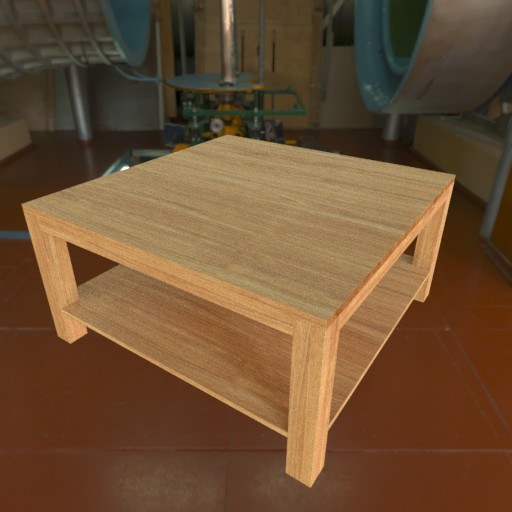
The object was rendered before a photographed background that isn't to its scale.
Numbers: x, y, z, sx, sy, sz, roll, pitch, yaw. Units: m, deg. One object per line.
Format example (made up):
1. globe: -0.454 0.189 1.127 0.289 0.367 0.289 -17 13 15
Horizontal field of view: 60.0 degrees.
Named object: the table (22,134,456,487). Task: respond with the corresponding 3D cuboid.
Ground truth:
1. table: 0.000 0.000 1.394 0.900 0.450 0.900 18 34 29
